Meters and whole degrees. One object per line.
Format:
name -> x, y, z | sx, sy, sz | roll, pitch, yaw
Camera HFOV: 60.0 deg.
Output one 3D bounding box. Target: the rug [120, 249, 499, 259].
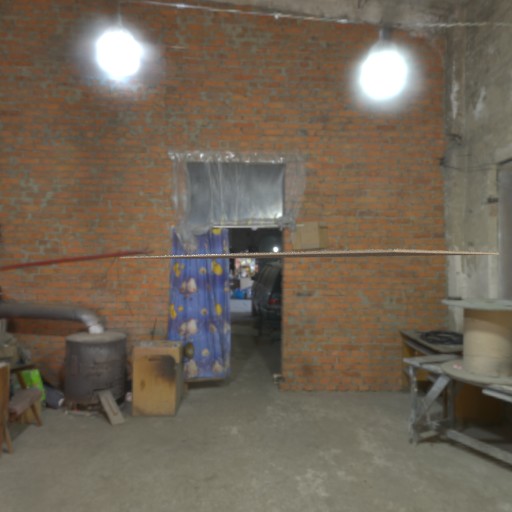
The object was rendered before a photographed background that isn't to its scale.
rug -> 0.000, 0.000, 2.362 | 0.662, 0.011, 2.196 | 1, -1, -38
